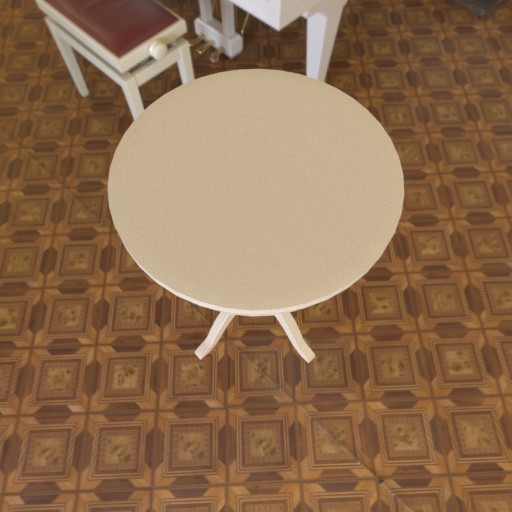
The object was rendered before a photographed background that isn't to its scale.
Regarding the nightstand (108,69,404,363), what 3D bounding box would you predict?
[{"bbox_3d":[0.000,0.000,1.064,0.513,0.653,0.513,-31,67,-15],"label":"nightstand"}]
